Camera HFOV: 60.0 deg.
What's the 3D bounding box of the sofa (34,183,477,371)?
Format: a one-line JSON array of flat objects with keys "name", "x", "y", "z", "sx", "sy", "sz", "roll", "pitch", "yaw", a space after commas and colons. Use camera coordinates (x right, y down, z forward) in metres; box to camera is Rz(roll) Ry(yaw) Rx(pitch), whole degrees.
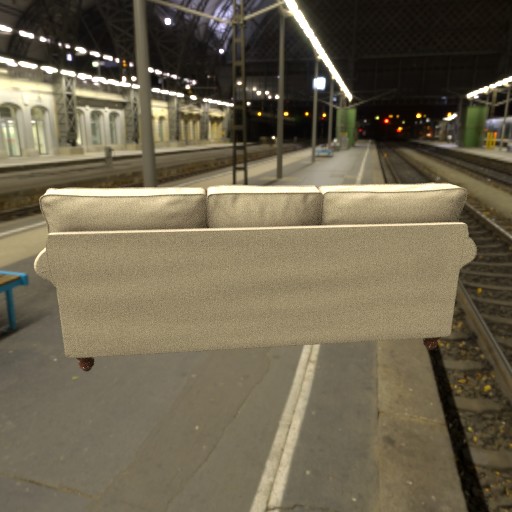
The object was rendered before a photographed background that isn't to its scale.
[{"name": "sofa", "x": 0.000, "y": 0.000, "z": 2.577, "sx": 2.118, "sy": 0.889, "sz": 0.998, "roll": -2, "pitch": 16, "yaw": -7}]
